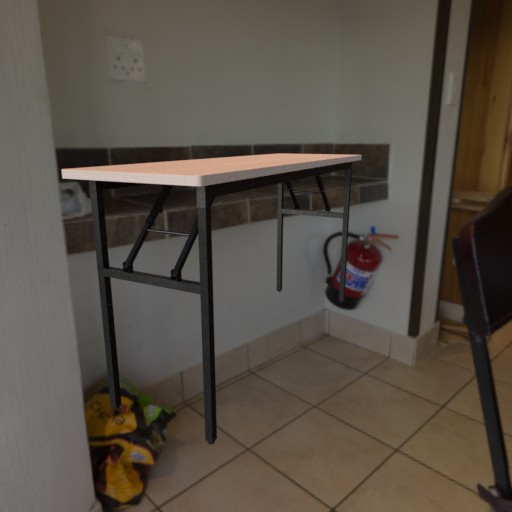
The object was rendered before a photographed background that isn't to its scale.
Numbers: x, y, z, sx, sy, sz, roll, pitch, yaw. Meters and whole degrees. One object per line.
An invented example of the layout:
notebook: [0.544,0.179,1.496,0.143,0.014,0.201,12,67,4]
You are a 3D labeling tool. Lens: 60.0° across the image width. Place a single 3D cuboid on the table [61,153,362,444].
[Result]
table: [0.000,0.000,1.767,0.447,0.750,1.397,8,17,26]
